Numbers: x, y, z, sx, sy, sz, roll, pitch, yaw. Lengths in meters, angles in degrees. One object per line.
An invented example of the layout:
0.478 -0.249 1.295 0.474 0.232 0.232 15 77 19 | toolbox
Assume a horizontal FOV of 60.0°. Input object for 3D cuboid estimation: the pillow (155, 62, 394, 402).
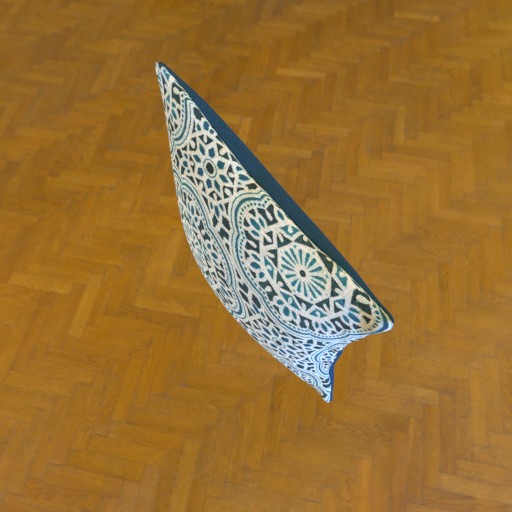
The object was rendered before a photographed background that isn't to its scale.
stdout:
0.000 0.000 0.667 0.145 0.420 0.440 -32 67 -15 | pillow
